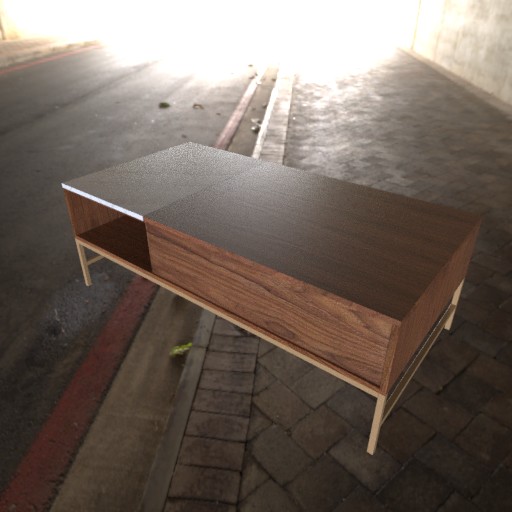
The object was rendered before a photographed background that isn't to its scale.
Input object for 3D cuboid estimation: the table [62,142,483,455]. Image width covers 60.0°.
[{"bbox_3d":[0.000,0.000,1.953,1.553,0.551,0.789,22,37,32],"label":"table"}]
